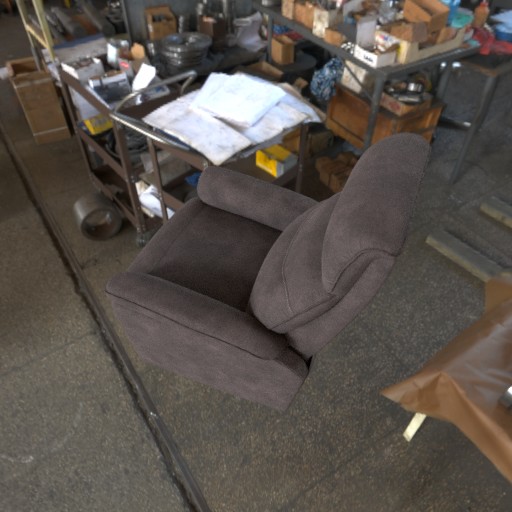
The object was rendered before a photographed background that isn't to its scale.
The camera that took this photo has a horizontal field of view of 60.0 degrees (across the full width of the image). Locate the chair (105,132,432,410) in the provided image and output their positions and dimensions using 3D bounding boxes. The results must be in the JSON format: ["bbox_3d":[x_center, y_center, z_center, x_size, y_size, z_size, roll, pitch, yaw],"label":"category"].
[{"bbox_3d":[0.000,0.000,1.721,1.009,1.035,0.830,17,48,16],"label":"chair"}]
